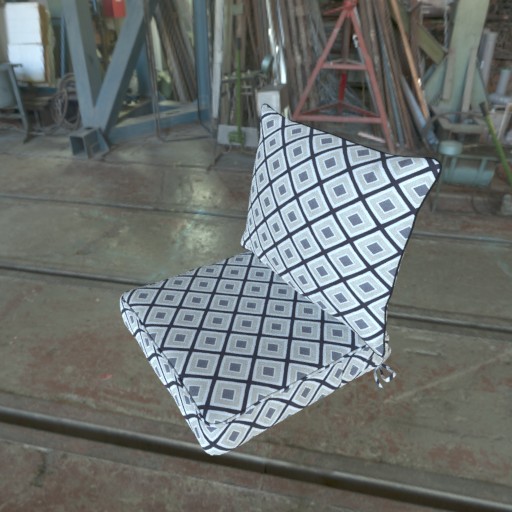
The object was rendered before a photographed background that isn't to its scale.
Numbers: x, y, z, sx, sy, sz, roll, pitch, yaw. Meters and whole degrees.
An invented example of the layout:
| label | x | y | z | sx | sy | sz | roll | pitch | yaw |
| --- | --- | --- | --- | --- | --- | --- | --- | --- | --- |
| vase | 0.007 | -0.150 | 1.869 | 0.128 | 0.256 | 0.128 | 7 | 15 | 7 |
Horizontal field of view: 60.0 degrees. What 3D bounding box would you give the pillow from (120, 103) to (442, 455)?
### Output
| label | x | y | z | sx | sy | sz | roll | pitch | yaw |
| --- | --- | --- | --- | --- | --- | --- | --- | --- | --- |
| pillow | 0.000 | 0.000 | 1.375 | 0.733 | 0.722 | 0.798 | -19 | 36 | -28 |
